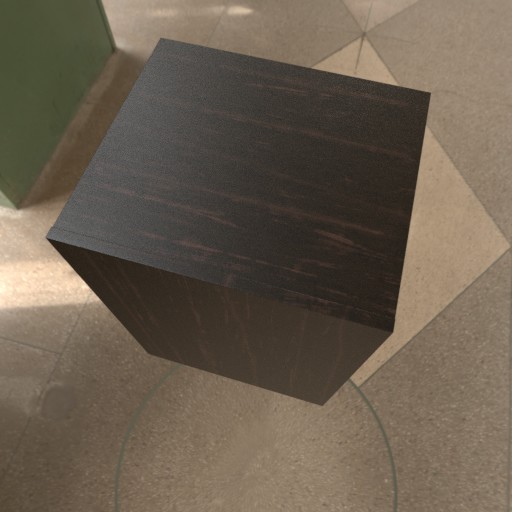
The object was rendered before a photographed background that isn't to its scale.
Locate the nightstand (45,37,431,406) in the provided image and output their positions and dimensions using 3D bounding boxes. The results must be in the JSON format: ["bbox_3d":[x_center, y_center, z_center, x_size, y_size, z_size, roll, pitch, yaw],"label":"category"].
[{"bbox_3d":[0.000,0.000,0.809,0.400,0.559,0.356,15,65,7],"label":"nightstand"}]
